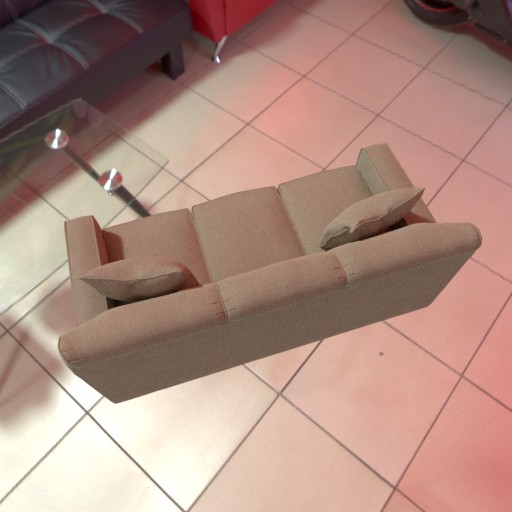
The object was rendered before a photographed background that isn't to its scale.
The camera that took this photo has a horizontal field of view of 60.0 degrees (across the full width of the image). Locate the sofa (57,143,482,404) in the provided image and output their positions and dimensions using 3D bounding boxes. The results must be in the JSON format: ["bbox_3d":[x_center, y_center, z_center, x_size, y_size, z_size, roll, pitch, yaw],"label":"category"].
[{"bbox_3d":[0.000,0.000,2.570,2.024,0.958,0.997,-15,61,-9],"label":"sofa"}]
